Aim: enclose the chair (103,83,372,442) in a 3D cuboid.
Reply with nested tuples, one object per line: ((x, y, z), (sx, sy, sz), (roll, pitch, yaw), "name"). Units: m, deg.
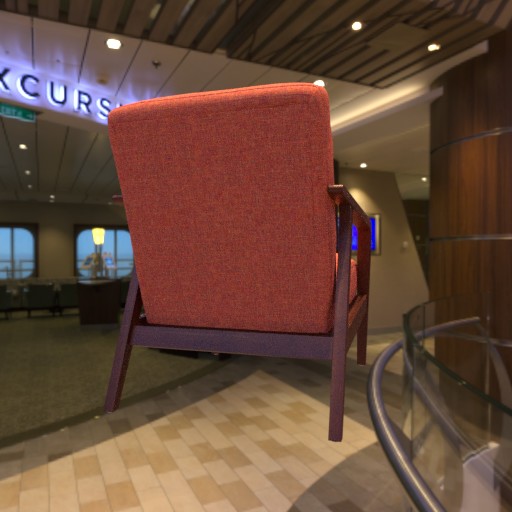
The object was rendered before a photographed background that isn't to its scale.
((0.000, 0.000, 1.511), (0.719, 0.890, 0.860), (0, 0, 18), "chair")
